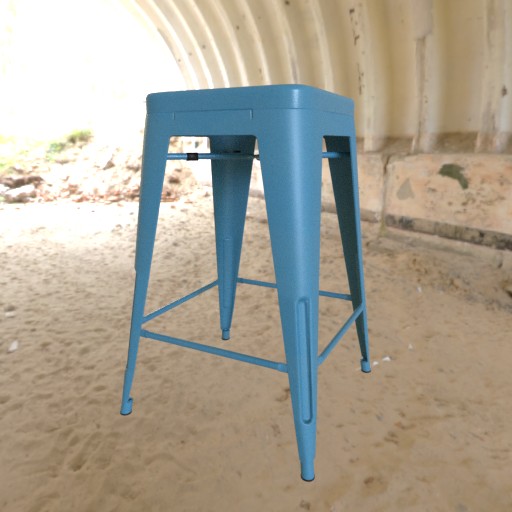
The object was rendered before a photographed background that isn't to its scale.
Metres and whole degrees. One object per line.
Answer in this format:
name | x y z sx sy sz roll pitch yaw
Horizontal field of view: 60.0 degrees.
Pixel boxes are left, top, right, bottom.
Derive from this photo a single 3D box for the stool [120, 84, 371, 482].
stool | 0.000 0.000 0.894 0.410 0.608 0.410 7 16 26
